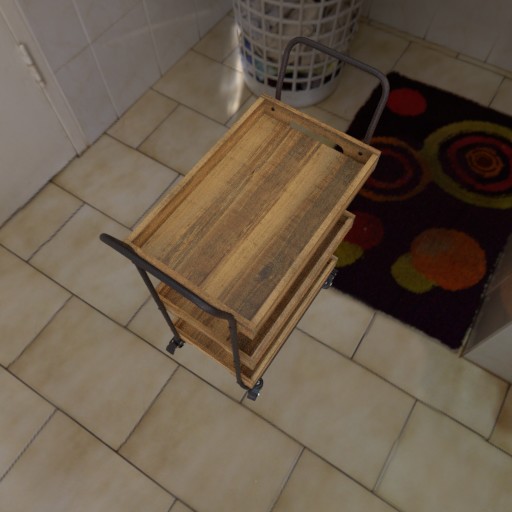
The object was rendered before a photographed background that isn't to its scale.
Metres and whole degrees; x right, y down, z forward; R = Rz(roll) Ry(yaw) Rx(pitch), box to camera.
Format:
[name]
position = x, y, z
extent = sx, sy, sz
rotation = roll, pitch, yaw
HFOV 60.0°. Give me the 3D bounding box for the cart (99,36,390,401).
[cart]
position = 0.000, 0.000, 1.153
extent = 0.339, 0.857, 0.583
rotation = 32, 67, 15
